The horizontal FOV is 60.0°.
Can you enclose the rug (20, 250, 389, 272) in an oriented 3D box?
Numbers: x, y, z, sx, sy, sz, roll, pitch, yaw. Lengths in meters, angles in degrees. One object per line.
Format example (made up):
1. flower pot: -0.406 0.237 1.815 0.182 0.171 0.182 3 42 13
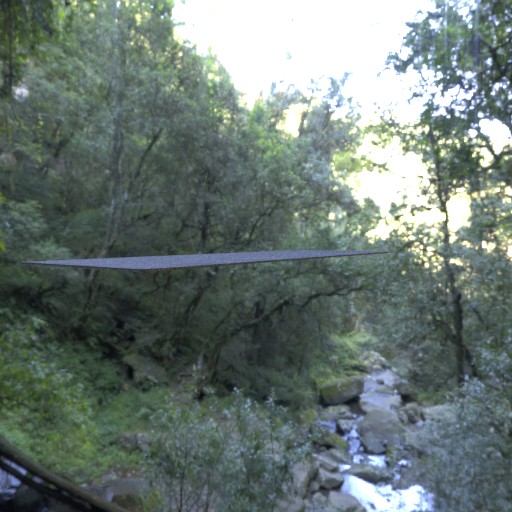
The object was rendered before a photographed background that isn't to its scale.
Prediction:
1. rug: 0.000 0.000 2.681 0.807 0.013 2.436 2 3 36
